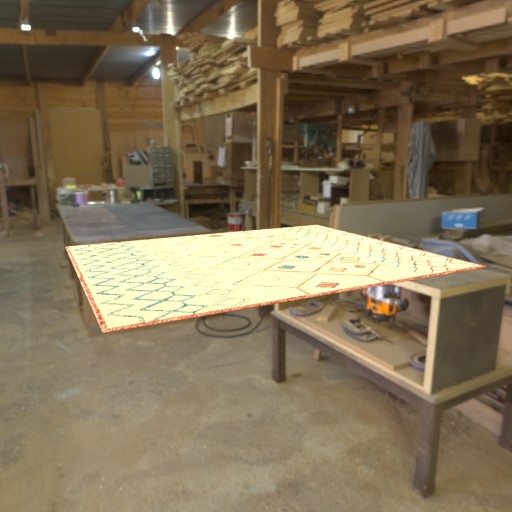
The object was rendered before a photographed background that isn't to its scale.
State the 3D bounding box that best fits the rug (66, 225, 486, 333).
[{"bbox_3d":[0.000,0.000,4.065,3.050,0.016,2.441,-7,15,-26],"label":"rug"}]
